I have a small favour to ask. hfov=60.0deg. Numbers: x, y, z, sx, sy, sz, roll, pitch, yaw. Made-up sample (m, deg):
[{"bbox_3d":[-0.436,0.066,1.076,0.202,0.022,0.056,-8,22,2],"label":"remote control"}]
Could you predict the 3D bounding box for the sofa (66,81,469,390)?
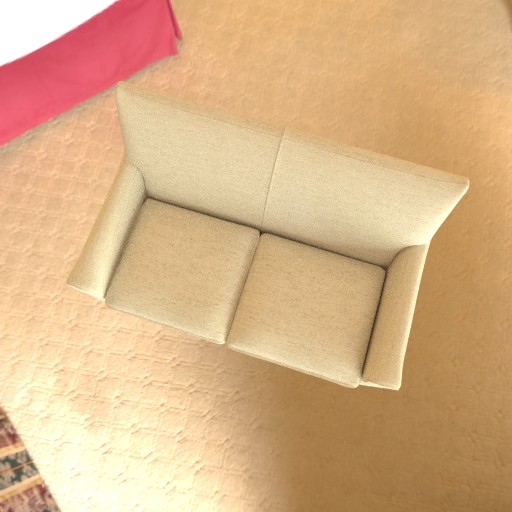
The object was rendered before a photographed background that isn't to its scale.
[{"bbox_3d":[0.000,0.000,2.097,1.482,0.892,0.891,17,76,4],"label":"sofa"}]
